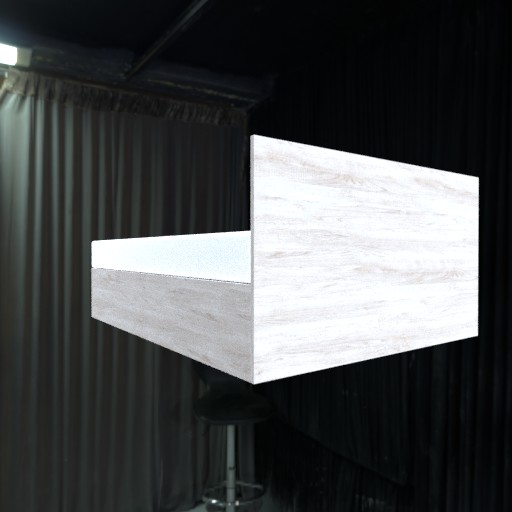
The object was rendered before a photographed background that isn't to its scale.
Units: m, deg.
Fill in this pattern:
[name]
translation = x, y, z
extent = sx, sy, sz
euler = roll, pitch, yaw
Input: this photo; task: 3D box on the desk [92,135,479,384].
[desk]
translation = 0.000, 0.000, 2.600
extent = 1.400, 0.800, 1.900
euler = 0, 1, -36
